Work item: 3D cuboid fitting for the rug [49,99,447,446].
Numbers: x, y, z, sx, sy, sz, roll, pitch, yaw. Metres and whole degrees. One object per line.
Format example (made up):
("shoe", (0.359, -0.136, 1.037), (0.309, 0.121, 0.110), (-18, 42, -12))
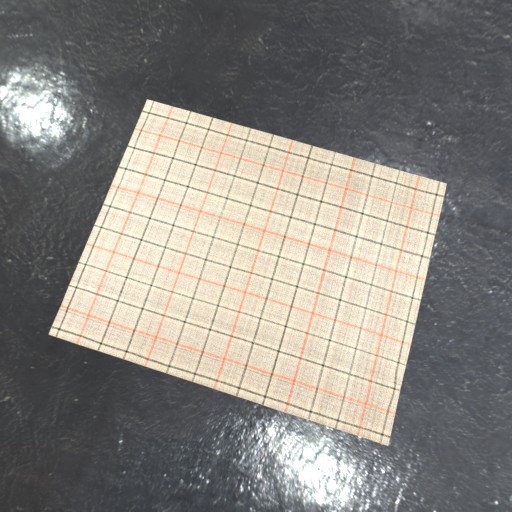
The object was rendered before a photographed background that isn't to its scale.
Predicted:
("rug", (0.000, 0.000, 4.053), (3.048, 0.012, 2.444), (17, 77, 4))
